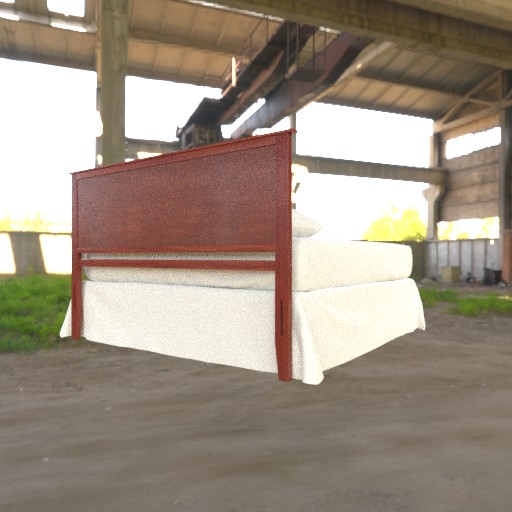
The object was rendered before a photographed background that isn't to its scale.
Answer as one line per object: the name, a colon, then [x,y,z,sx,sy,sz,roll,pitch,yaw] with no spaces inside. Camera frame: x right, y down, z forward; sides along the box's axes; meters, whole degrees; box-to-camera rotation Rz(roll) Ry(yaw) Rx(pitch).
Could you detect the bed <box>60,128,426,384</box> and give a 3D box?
bed: [0.000,0.000,3.693,2.314,1.271,2.219,0,0,36]
